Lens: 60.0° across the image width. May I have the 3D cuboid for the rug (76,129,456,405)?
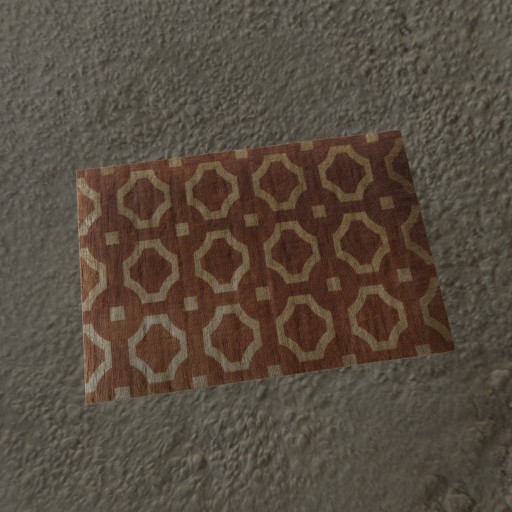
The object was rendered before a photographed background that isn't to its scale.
[{"bbox_3d":[0.000,0.000,2.900,2.286,0.016,1.555,-8,75,-2],"label":"rug"}]
